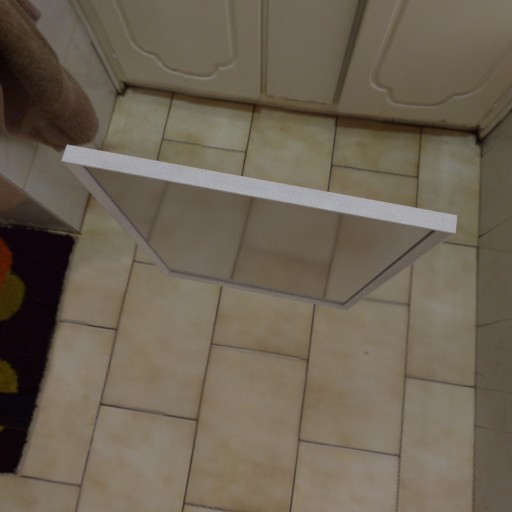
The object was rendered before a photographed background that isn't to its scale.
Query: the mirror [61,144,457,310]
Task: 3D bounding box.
[{"bbox_3d":[0.000,0.000,1.336,0.762,1.016,0.041,11,75,3],"label":"mirror"}]
